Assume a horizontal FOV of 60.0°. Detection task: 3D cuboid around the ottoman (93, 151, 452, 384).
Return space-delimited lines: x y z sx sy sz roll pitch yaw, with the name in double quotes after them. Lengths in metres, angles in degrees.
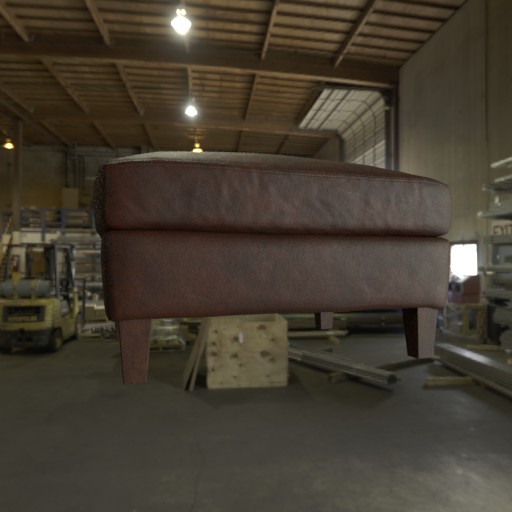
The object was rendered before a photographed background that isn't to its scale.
0.000 0.000 1.282 0.887 0.527 0.659 0 -1 -19 "ottoman"
